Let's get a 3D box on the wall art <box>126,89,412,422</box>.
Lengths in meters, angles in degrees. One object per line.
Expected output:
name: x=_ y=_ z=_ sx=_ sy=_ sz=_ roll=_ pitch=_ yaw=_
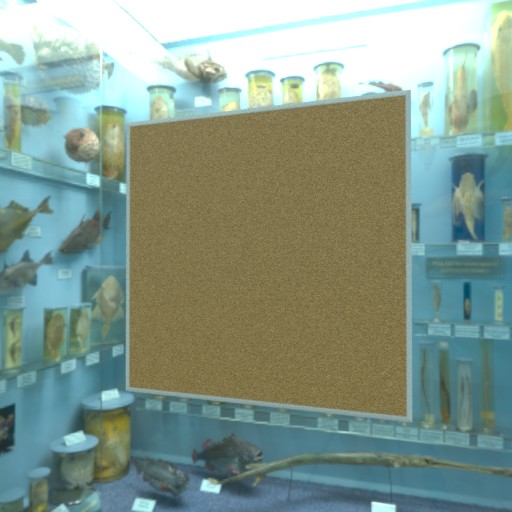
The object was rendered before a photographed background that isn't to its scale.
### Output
wall art: x=0.000 y=0.000 z=1.160 sx=0.768 sy=0.765 sz=0.041 roll=0 pitch=-1 yaw=19
